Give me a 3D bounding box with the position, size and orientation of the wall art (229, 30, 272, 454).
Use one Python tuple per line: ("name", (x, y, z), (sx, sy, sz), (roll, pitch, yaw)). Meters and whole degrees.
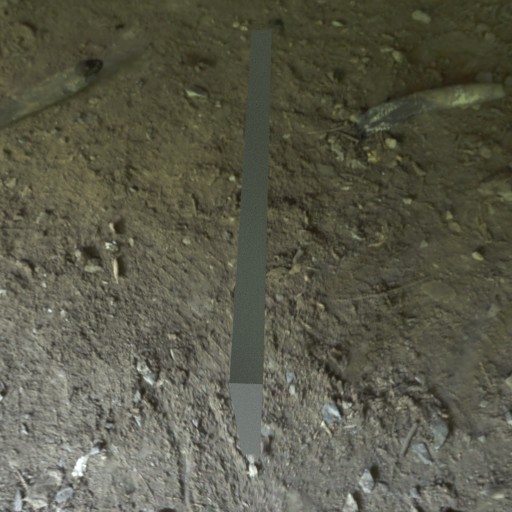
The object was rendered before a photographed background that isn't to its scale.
("wall art", (0.000, 0.000, 0.748), (0.032, 0.456, 0.557), (2, 58, 1))
